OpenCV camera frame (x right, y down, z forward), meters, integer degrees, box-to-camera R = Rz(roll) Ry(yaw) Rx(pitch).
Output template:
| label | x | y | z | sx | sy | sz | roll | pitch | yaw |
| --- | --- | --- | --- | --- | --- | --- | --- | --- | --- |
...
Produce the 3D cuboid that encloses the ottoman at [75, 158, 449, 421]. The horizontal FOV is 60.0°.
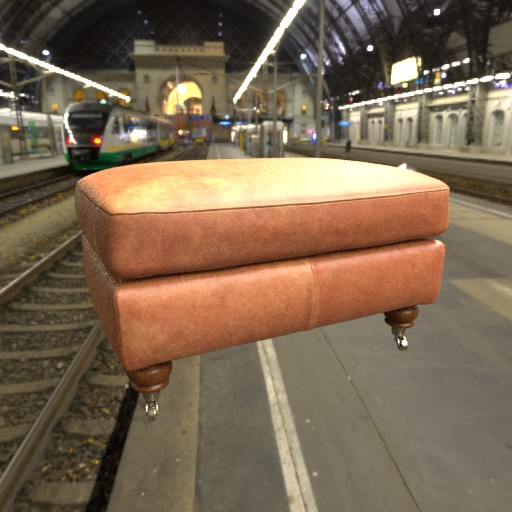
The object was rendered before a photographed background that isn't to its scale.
| label | x | y | z | sx | sy | sz | roll | pitch | yaw |
| --- | --- | --- | --- | --- | --- | --- | --- | --- | --- |
| ottoman | 0.000 | 0.000 | 1.188 | 0.852 | 0.507 | 0.565 | -8 | 17 | -26 |
